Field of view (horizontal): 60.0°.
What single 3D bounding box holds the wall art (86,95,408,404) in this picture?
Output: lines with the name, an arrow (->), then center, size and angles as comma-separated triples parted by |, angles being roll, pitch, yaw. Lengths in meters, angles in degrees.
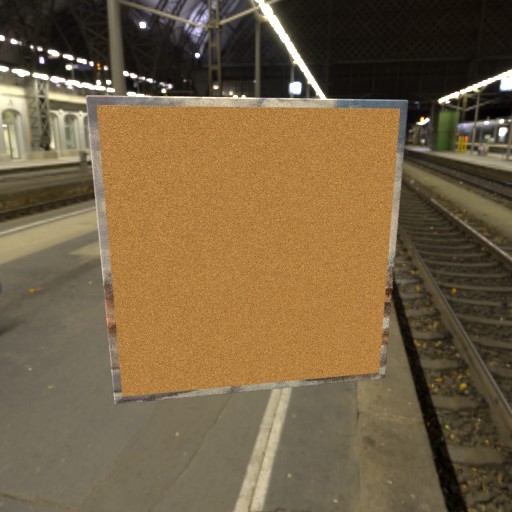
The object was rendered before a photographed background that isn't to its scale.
wall art -> 0.000, 0.000, 1.335 | 0.888, 0.897, 0.035 | -3, 15, -10
